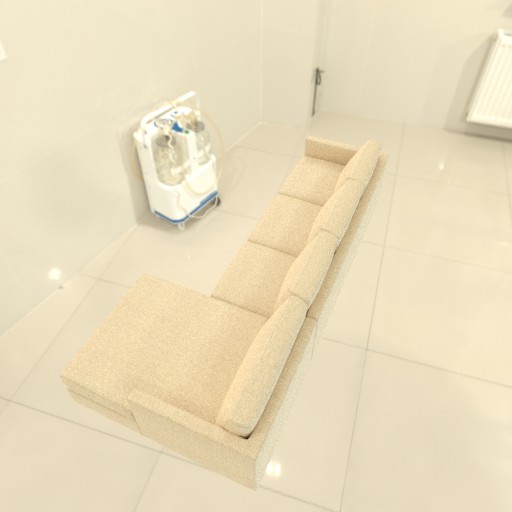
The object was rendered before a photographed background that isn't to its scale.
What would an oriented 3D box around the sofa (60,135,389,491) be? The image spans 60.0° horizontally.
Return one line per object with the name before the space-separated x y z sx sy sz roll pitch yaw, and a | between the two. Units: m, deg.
sofa | 0.000 0.000 4.077 1.603 0.954 3.471 18 49 17
